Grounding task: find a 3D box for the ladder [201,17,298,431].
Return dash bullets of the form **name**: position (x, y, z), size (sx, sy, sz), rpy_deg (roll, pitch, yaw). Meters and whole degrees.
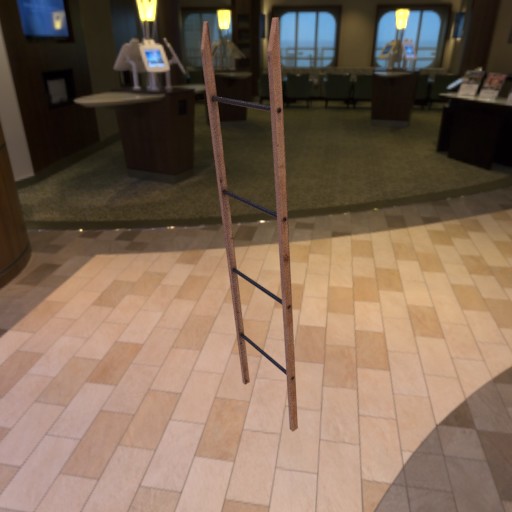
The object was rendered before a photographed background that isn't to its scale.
- **ladder**: position (0.000, 0.000, 1.923), size (0.200, 1.805, 0.442), rpy_deg (-18, 31, -32)
